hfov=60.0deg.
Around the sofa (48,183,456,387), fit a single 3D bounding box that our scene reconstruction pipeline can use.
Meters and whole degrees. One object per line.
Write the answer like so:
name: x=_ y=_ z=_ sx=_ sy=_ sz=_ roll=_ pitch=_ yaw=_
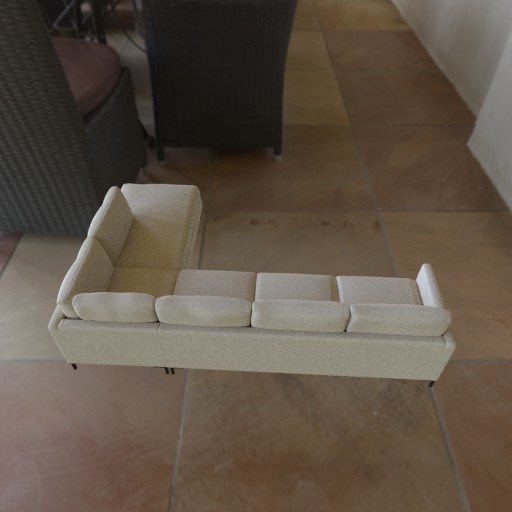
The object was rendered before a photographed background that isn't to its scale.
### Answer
sofa: x=0.000 y=0.000 z=3.949 sx=2.949 sy=0.815 sz=2.007 roll=2 pitch=45 yaw=2
